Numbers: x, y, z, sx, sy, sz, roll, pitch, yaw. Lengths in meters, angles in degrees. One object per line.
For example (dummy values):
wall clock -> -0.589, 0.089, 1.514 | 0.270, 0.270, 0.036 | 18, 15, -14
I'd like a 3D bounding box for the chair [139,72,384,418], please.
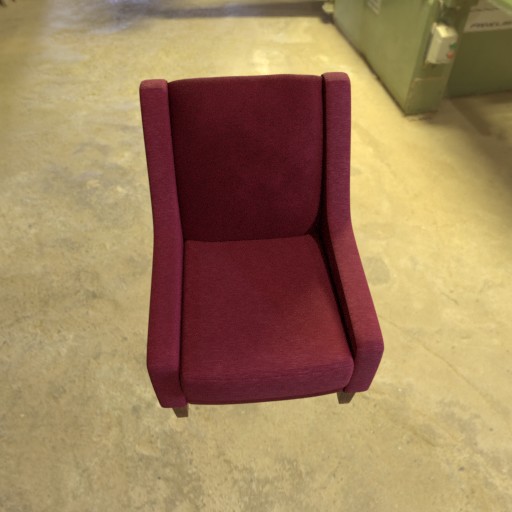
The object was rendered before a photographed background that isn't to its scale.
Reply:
chair -> 0.000, 0.000, 1.710 | 0.793, 1.017, 0.985 | -4, 47, -3
